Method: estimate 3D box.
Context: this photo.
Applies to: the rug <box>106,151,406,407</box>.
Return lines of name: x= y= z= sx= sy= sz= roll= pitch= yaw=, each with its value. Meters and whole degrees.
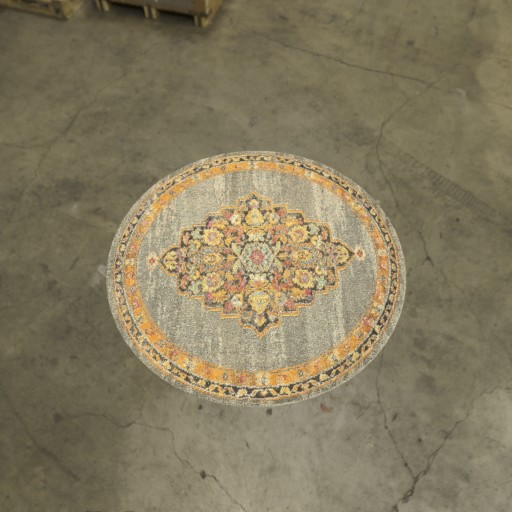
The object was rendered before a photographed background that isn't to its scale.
rug: x=0.000 y=0.000 z=2.398 sx=1.598 sy=0.010 sz=1.598 roll=0 pitch=57 yaw=0
